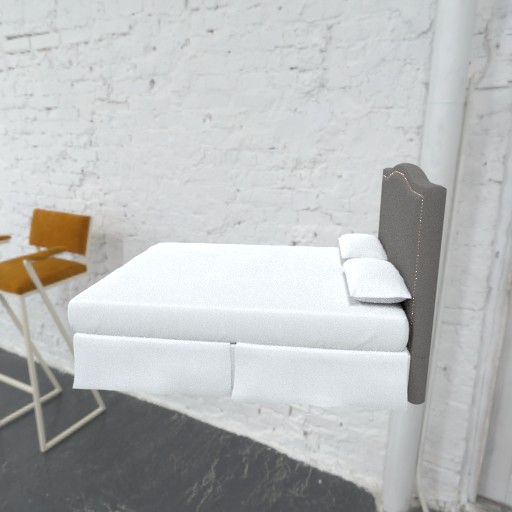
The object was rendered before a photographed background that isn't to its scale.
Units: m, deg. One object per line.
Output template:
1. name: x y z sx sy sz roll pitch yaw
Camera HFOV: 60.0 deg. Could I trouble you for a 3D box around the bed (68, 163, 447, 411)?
1. bed: 0.000 0.000 3.468 2.282 1.436 1.821 2 15 7
